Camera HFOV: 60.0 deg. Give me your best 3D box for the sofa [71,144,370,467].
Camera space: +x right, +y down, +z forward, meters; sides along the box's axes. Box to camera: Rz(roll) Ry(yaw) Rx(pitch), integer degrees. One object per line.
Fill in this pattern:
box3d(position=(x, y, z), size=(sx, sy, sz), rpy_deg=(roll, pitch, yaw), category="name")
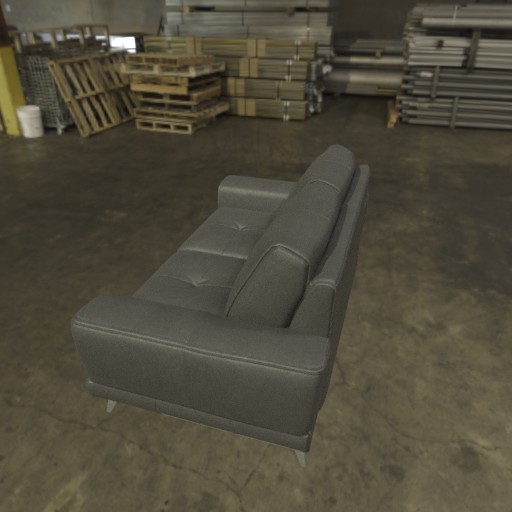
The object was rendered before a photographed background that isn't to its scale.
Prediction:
box3d(position=(0.000, 0.000, 2.358), size=(1.018, 0.907, 1.806), rpy_deg=(9, 31, 15), category="sofa")
